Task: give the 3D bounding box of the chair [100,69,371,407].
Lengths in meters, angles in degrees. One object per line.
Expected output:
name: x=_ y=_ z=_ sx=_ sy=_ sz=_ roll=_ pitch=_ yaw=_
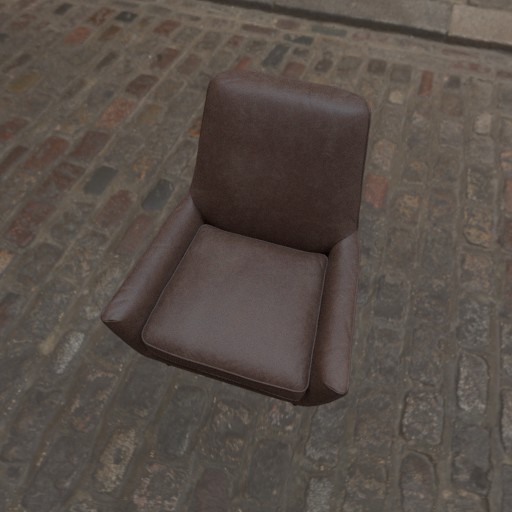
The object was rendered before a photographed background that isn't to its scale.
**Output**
chair: x=0.000 y=0.000 z=1.545 sx=0.787 sy=0.888 sz=0.824 roll=15 pitch=60 yaw=9
